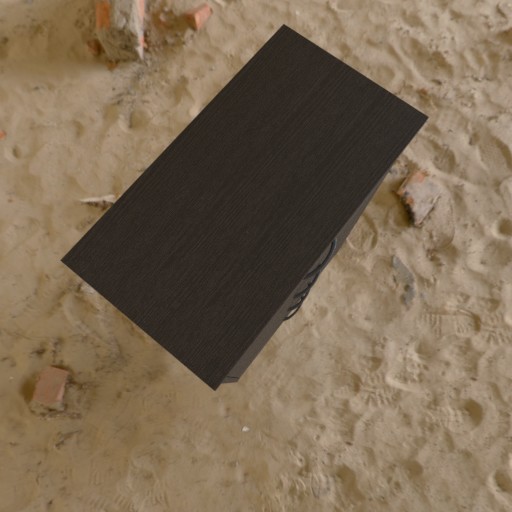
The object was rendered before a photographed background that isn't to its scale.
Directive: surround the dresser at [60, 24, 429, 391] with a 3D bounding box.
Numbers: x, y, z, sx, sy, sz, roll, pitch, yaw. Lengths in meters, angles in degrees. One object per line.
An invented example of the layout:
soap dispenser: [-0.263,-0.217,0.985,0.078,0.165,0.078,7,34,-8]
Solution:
dresser: [0.000,0.000,1.380,0.399,1.020,0.704,37,78,10]
